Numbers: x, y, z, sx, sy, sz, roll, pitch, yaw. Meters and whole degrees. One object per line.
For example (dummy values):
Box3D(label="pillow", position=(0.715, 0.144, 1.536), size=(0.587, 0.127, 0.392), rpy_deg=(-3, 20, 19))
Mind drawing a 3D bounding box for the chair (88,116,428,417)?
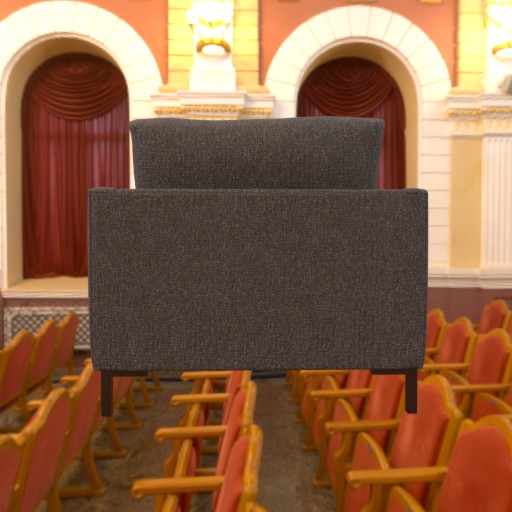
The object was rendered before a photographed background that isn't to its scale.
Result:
Box3D(label="chair", position=(0.000, 0.000, 1.631), size=(0.963, 0.861, 0.866), rpy_deg=(0, 1, -1))
